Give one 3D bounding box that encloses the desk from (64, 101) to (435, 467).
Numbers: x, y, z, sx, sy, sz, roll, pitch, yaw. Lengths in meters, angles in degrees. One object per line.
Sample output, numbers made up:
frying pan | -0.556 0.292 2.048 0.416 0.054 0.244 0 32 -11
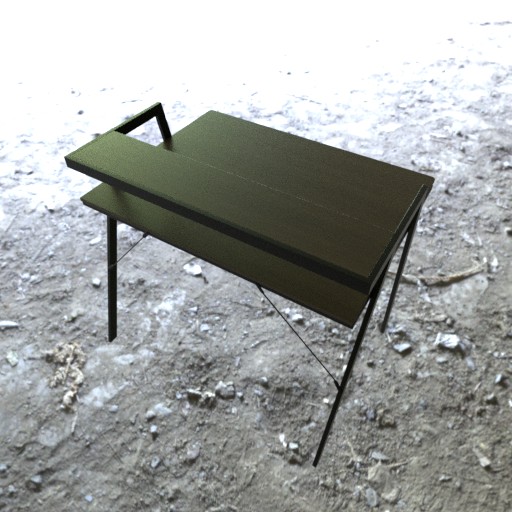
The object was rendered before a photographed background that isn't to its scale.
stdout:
desk | 0.000 0.000 1.916 1.143 0.998 0.936 24 49 22
